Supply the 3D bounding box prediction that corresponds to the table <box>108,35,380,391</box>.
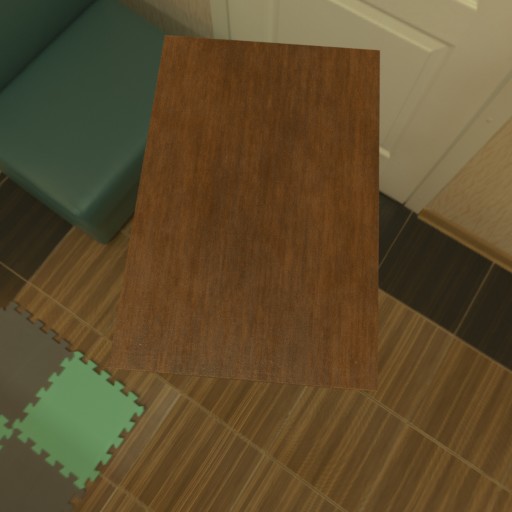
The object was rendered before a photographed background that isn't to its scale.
[{"bbox_3d":[0.000,0.000,0.834,0.307,0.580,0.454,5,74,1],"label":"table"}]
